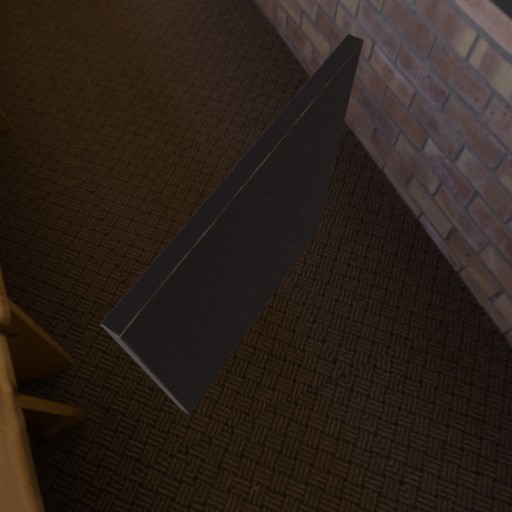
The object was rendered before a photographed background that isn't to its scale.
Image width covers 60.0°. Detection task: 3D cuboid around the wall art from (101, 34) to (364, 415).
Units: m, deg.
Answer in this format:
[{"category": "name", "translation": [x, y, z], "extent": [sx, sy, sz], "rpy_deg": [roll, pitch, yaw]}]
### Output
[{"category": "wall art", "translation": [0.000, 0.000, 0.445], "extent": [0.015, 0.303, 0.304], "rpy_deg": [30, 66, 15]}]
